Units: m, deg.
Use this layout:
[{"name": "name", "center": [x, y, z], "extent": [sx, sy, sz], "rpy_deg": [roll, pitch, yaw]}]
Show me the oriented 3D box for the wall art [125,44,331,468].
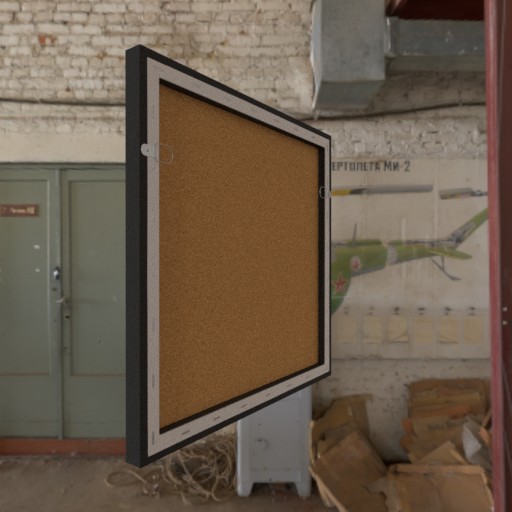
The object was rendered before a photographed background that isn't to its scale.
[{"name": "wall art", "center": [0.000, 0.000, 1.109], "extent": [0.044, 0.758, 0.758], "rpy_deg": [0, 0, 36]}]
